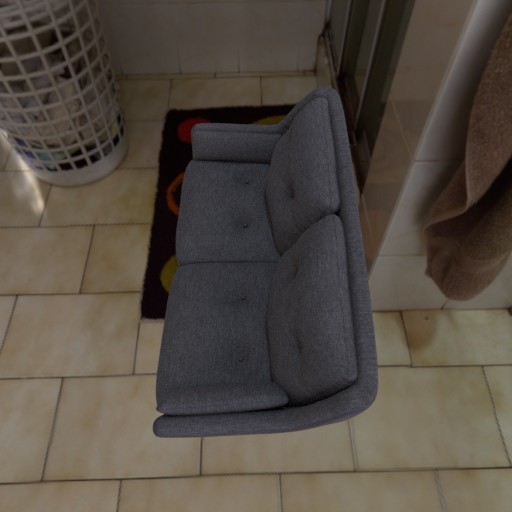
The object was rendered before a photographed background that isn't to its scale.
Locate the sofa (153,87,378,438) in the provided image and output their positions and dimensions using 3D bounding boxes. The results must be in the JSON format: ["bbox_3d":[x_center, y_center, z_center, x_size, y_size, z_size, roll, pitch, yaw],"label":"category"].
[{"bbox_3d":[0.000,0.000,2.457,0.975,0.896,1.929,1,58,0],"label":"sofa"}]
